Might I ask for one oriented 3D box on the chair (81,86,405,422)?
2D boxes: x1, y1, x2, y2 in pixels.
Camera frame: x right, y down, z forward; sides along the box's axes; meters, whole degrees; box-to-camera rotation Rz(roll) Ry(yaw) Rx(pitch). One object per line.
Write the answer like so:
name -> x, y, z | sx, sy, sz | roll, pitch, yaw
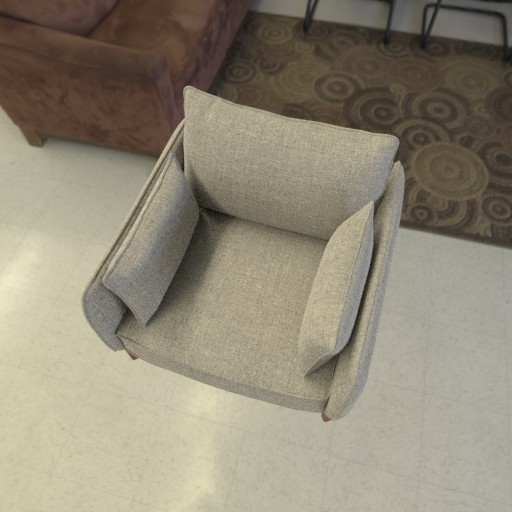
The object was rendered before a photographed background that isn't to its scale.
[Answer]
chair -> 0.000, 0.000, 1.728 | 0.993, 0.839, 0.976 | 15, 60, 9
